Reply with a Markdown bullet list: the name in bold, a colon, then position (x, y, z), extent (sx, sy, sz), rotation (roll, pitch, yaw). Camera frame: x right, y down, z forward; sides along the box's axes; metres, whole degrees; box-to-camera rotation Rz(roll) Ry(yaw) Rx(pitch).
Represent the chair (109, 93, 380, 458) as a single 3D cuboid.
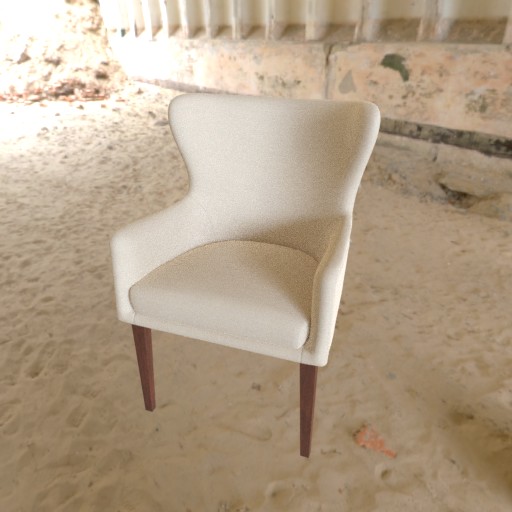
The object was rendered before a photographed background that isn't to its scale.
- **chair**: position (0.000, 0.000, 1.516), extent (0.696, 0.990, 0.744), rotation (9, 28, 17)
